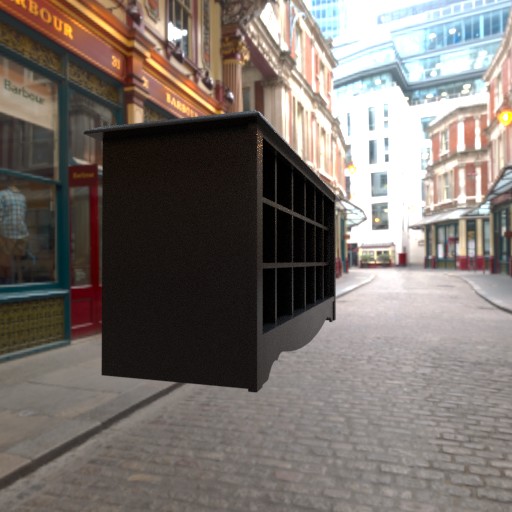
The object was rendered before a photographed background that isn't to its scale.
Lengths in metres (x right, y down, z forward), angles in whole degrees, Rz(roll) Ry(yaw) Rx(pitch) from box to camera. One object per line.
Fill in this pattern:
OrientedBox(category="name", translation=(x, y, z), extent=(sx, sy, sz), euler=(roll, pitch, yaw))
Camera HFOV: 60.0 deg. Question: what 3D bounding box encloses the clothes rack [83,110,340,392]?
OrientedBox(category="clothes rack", translation=(0.000, 0.000, 1.490), extent=(0.406, 0.556, 1.219), euler=(0, -1, 18))
